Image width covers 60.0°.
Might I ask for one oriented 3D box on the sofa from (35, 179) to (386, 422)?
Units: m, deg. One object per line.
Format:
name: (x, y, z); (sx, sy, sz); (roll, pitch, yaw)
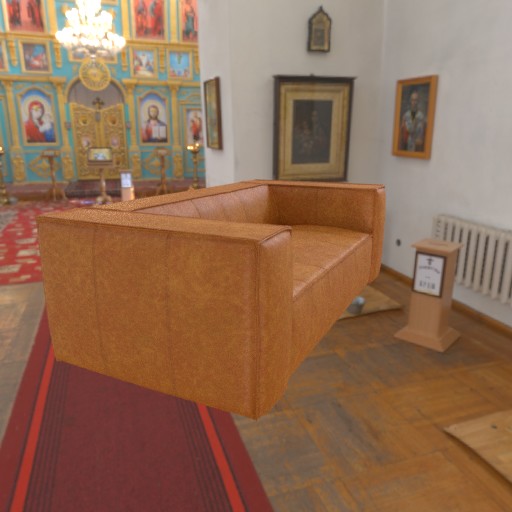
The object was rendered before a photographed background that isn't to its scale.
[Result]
sofa: (0.000, 0.000, 2.559); (1.102, 0.703, 2.088); (7, 16, 26)
